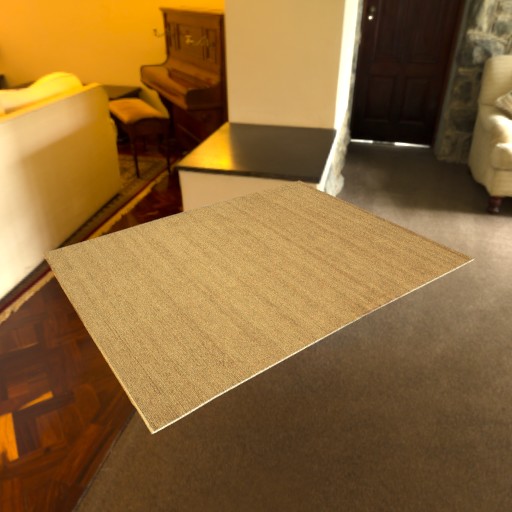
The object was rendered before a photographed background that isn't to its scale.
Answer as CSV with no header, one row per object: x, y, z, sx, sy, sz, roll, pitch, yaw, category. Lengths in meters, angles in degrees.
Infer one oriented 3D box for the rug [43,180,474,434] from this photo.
0.000,0.000,4.107,3.202,0.045,2.434,-20,36,-30,rug
